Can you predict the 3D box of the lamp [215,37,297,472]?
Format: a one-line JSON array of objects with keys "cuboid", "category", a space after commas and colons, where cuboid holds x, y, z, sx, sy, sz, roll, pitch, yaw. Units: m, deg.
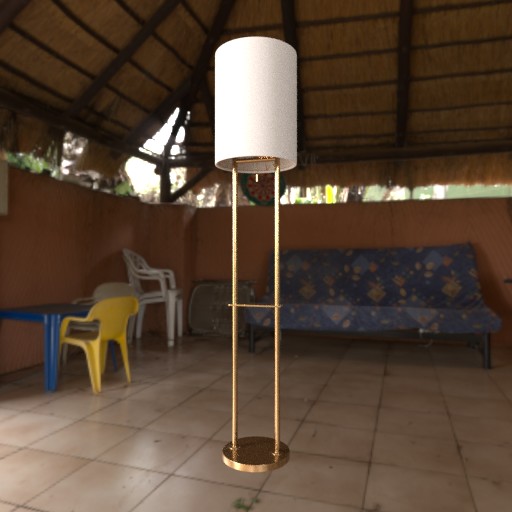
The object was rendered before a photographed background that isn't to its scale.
[{"cuboid": [0.000, 0.000, 1.663, 0.306, 1.500, 0.305, 0, -1, 17], "category": "lamp"}]
